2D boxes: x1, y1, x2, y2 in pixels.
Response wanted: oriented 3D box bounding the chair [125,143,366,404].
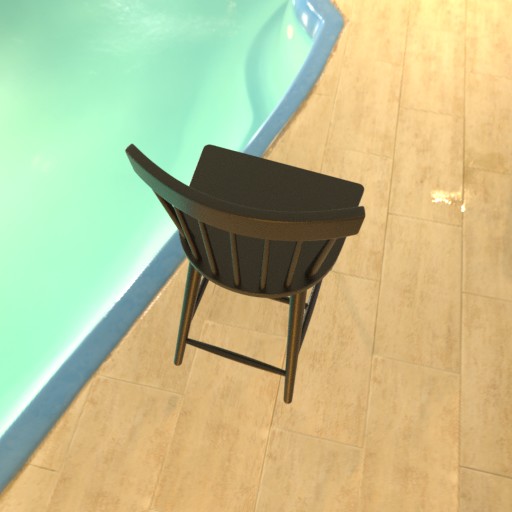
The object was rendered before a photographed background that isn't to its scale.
[{"bbox_3d":[0.000,0.000,1.281,0.483,0.952,0.572,17,64,8],"label":"chair"}]
